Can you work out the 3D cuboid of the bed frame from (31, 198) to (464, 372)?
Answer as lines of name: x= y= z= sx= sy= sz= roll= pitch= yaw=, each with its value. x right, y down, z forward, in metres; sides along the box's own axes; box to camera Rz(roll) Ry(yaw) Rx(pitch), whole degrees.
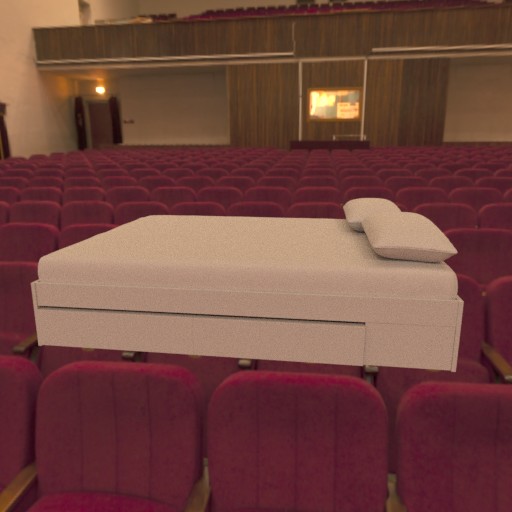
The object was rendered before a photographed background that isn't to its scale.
bed frame: x=0.000 y=0.000 z=2.662 sx=1.950 sy=0.629 sz=1.450 roll=2 pitch=14 yaw=8
